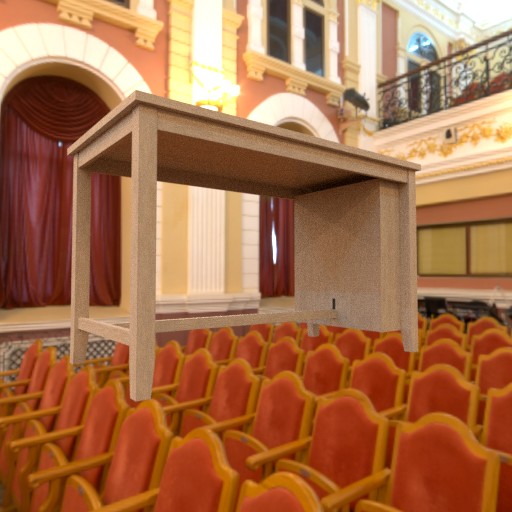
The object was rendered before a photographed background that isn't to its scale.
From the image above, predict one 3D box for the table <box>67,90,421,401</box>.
[{"bbox_3d":[0.000,0.000,1.938,1.397,0.874,0.729,2,-3,-37],"label":"table"}]
